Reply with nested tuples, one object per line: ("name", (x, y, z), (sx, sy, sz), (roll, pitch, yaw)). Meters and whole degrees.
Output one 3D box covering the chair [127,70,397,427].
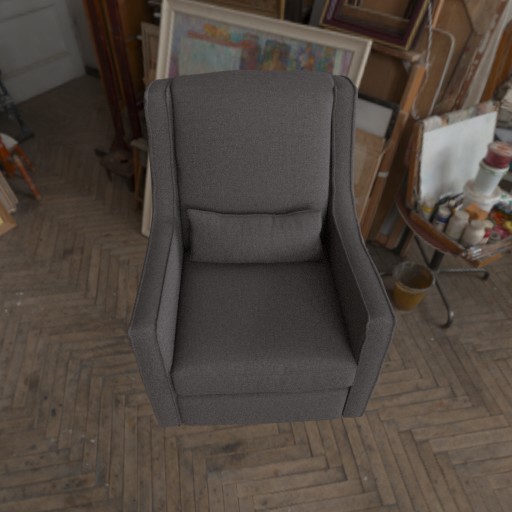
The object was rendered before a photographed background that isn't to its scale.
("chair", (0.000, 0.000, 1.554), (0.732, 0.993, 0.879), (-2, 45, -2))
